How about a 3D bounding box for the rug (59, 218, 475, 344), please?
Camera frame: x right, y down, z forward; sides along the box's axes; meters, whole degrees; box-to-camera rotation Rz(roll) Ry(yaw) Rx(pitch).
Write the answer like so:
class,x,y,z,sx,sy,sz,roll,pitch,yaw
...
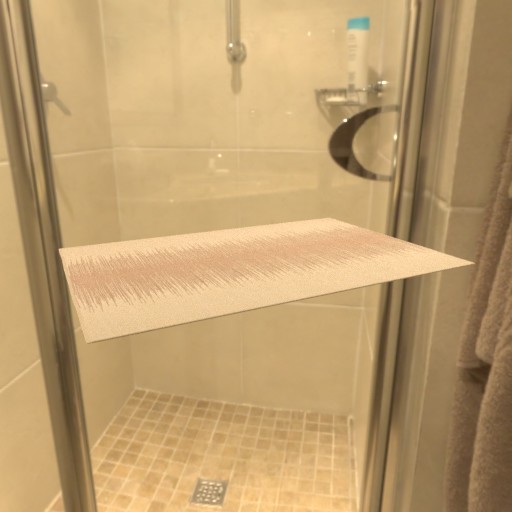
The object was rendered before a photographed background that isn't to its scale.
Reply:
class,x,y,z,sx,sy,sz,roll,pitch,yaw
rug,0.000,0.000,2.345,1.850,0.006,1.234,-8,19,-26
